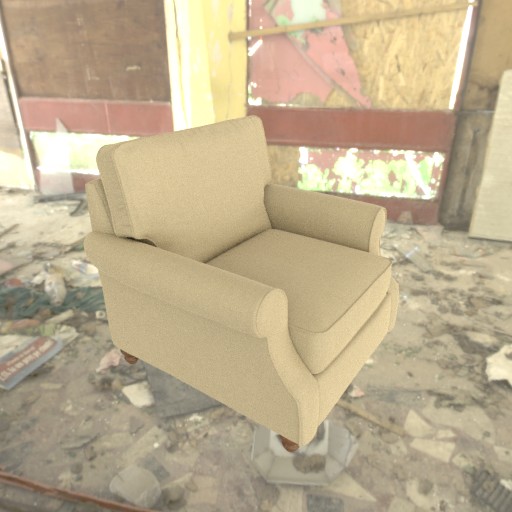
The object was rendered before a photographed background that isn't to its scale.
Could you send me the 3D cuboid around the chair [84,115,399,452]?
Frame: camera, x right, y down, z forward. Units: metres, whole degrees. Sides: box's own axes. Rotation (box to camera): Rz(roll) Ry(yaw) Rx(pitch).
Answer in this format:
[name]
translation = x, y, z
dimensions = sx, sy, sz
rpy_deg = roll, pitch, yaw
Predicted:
[chair]
translation = 0.000, 0.000, 1.786
dimensions = 0.966, 0.967, 1.029
rpy_deg = 17, 30, 31
